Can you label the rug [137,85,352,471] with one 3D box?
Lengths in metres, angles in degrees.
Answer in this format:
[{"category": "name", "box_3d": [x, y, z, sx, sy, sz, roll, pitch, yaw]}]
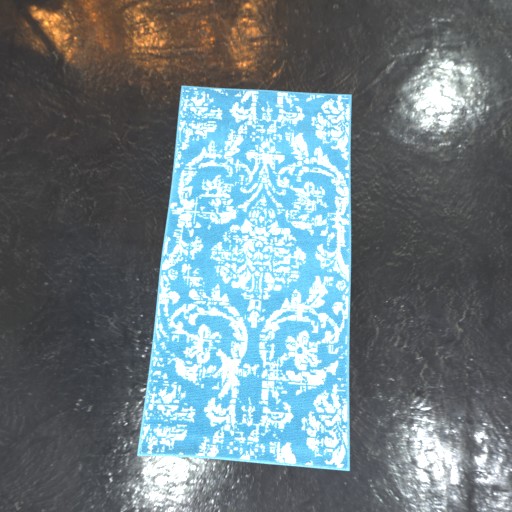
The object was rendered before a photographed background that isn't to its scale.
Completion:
[{"category": "rug", "box_3d": [0.000, 0.000, 1.411, 0.604, 0.007, 1.219, 3, 75, 1]}]
